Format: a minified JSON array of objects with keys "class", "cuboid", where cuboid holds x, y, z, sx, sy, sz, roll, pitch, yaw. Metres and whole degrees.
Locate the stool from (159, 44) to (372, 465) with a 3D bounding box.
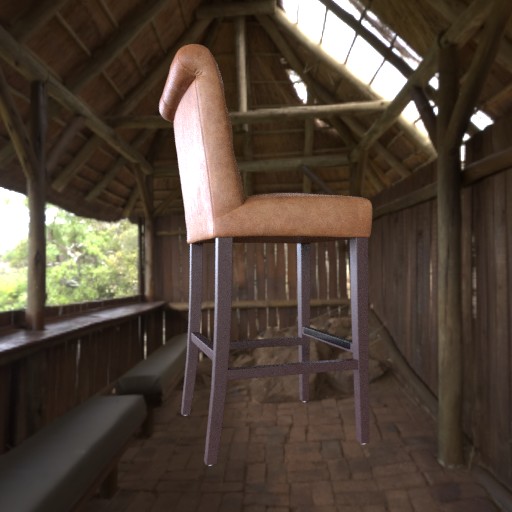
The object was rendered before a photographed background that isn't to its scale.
[{"class":"stool","cuboid":[0.000,0.000,1.471,0.601,1.140,0.493,0,-1,-18]}]
